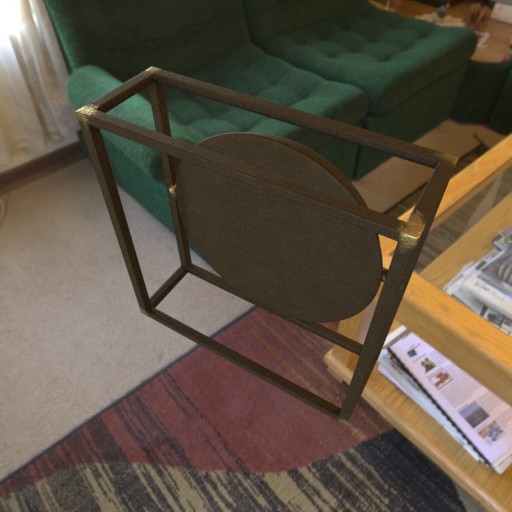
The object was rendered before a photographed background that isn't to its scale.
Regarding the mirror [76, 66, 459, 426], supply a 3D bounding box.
[{"bbox_3d":[0.000,0.000,0.478,0.306,0.303,0.107,24,52,20],"label":"mirror"}]
